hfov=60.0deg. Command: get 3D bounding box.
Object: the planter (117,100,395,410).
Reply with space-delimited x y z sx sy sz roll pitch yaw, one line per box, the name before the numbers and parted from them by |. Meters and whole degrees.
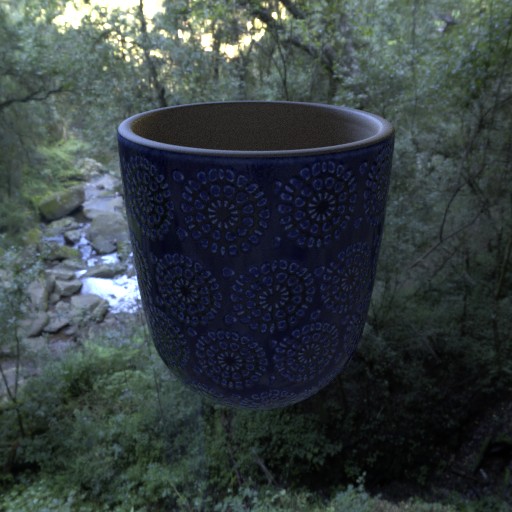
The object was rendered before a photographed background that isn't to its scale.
planter | 0.000 0.000 0.345 0.184 0.206 0.184 0 27 0
